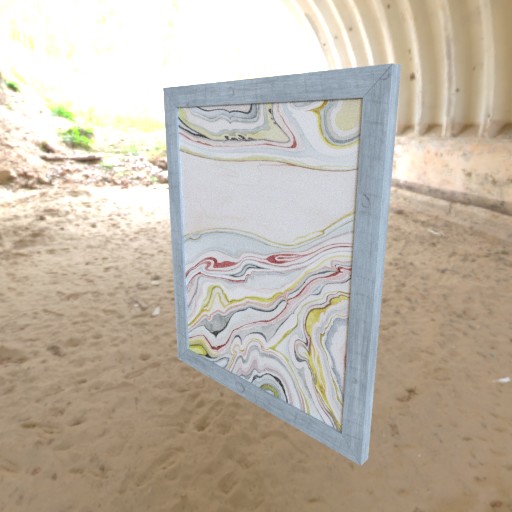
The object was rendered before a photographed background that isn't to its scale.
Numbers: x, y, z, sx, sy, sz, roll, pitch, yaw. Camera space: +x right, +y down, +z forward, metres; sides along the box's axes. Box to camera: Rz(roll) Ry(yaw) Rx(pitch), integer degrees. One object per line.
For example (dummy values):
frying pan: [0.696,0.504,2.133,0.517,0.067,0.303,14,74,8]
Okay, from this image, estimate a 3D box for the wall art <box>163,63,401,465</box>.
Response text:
wall art: [0.000,0.000,0.780,0.479,0.582,0.022,15,22,42]
